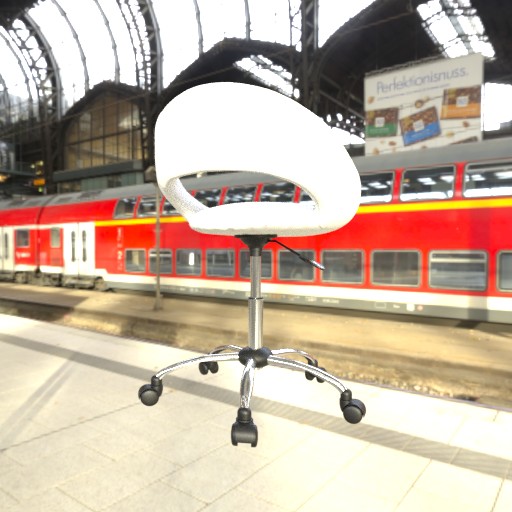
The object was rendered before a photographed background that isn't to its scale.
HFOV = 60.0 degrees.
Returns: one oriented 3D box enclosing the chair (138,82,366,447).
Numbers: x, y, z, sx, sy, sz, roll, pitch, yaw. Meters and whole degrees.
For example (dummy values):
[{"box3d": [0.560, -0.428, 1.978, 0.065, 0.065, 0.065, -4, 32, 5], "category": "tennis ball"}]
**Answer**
[{"box3d": [0.000, 0.000, 1.206, 0.612, 0.791, 0.538, 1, 2, 35], "category": "chair"}]
